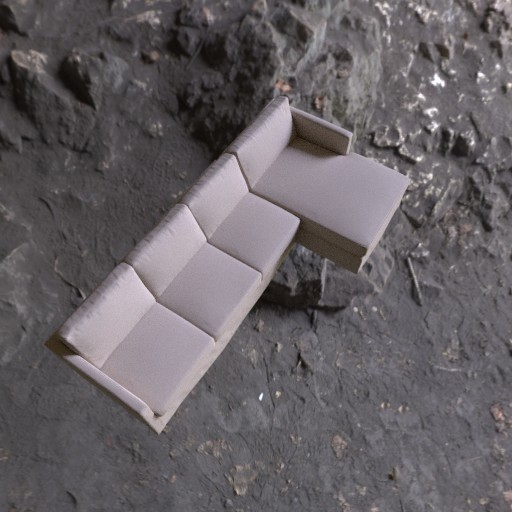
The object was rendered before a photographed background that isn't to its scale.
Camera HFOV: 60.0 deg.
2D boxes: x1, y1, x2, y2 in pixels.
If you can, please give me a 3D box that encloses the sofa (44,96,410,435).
[{"bbox_3d":[0.000,0.000,3.882,1.622,0.871,3.206,29,63,16],"label":"sofa"}]
